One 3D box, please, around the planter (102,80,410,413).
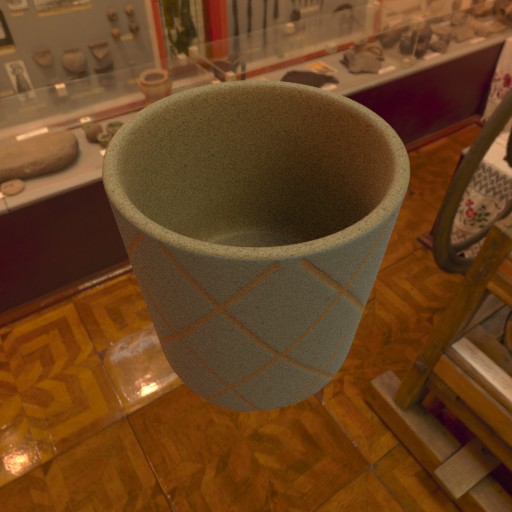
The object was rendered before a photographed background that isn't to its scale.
[{"bbox_3d":[0.000,0.000,0.353,0.191,0.200,0.191,0,47,0],"label":"planter"}]
